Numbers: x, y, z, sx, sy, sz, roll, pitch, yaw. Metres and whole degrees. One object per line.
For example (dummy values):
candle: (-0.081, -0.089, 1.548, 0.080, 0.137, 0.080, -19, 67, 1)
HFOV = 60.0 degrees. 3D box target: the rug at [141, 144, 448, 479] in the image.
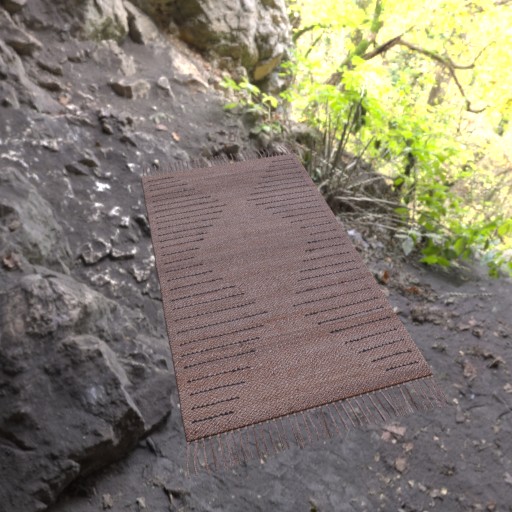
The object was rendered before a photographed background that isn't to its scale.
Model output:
rug: (0.000, 0.000, 1.992, 0.905, 0.017, 1.718, -11, 47, -11)
